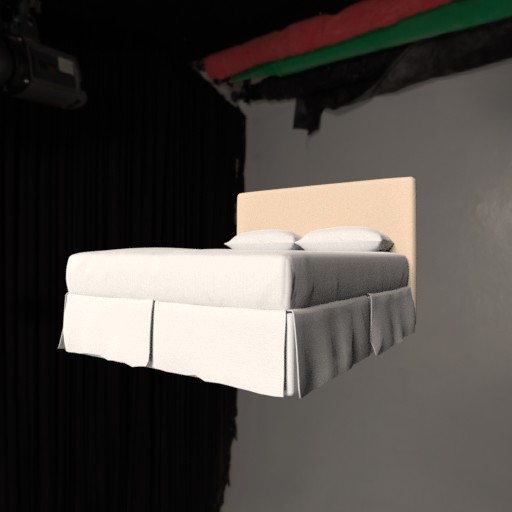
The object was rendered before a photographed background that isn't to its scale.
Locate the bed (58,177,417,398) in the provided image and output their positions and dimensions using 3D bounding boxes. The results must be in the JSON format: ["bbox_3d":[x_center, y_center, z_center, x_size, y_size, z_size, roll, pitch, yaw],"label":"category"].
[{"bbox_3d":[0.000,0.000,3.350,1.884,1.330,2.142,0,0,34],"label":"bed"}]
